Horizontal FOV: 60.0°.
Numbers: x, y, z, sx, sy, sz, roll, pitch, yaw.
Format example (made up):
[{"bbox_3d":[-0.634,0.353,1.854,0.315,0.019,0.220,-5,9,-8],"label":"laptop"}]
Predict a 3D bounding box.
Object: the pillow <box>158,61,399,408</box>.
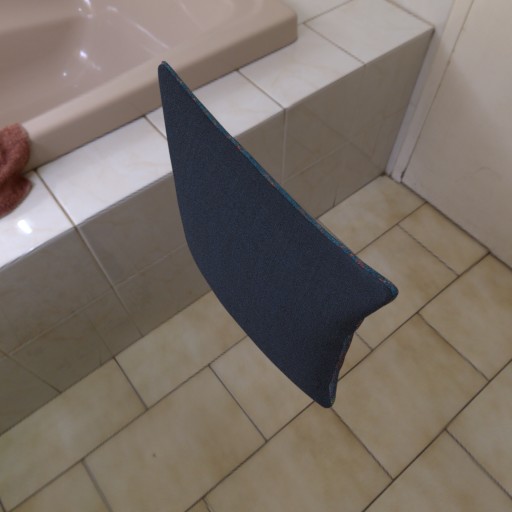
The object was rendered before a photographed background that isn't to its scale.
[{"bbox_3d":[0.000,0.000,0.668,0.141,0.431,0.431,-32,63,-18],"label":"pillow"}]
